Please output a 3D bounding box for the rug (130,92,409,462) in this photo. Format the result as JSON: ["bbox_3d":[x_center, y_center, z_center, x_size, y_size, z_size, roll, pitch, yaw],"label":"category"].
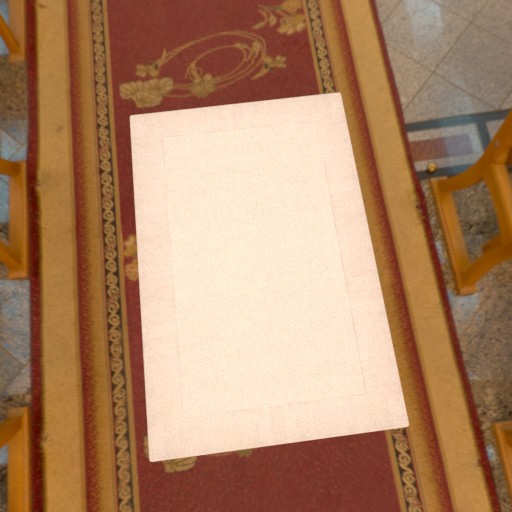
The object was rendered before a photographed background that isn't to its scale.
[{"bbox_3d":[0.000,0.000,2.302,1.219,0.013,1.829,-7,74,-2],"label":"rug"}]
